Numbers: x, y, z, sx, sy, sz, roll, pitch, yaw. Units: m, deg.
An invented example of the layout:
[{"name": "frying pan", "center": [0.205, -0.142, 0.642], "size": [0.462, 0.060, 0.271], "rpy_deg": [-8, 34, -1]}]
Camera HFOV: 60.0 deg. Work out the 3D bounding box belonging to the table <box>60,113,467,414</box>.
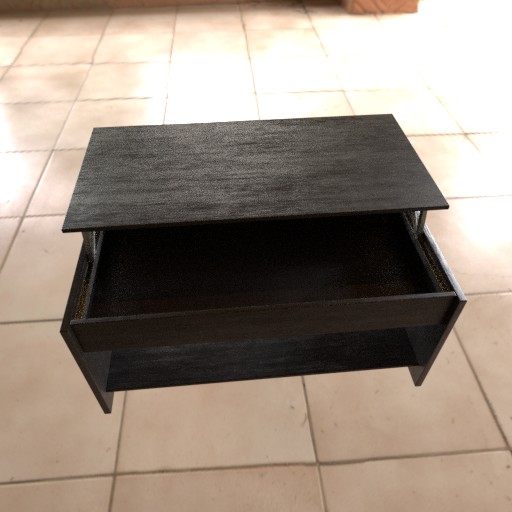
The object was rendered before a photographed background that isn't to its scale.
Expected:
[{"name": "table", "center": [0.000, 0.000, 1.435], "size": [1.000, 0.570, 0.712], "rpy_deg": [-4, 46, -4]}]
